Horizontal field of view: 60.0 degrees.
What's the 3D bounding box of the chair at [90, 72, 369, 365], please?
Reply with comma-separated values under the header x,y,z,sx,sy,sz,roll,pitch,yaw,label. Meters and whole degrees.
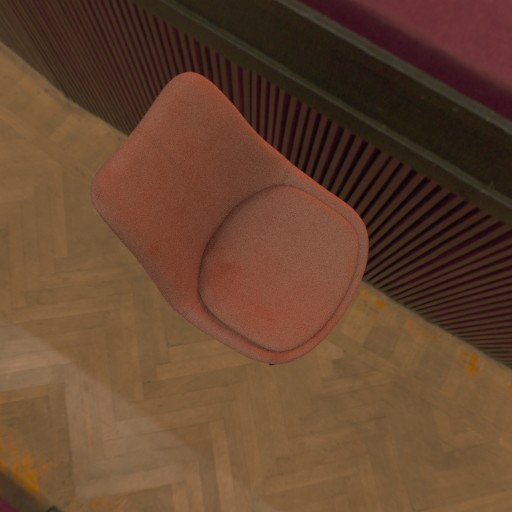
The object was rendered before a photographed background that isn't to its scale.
x,y,z,sx,sy,sz,roll,pitch,yaw,label
0.000,0.000,1.189,0.547,0.865,0.483,34,80,7,chair
